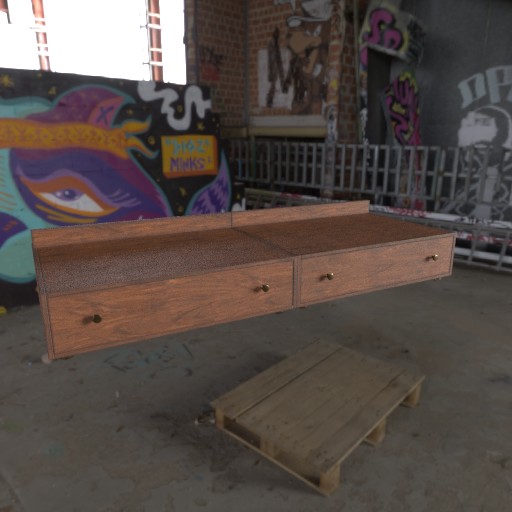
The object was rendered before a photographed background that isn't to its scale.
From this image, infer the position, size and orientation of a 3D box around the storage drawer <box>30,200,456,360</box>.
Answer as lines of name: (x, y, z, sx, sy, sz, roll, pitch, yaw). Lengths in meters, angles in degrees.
storage drawer: (0.000, 0.000, 2.151, 1.914, 0.339, 0.774, -8, 17, -27)
